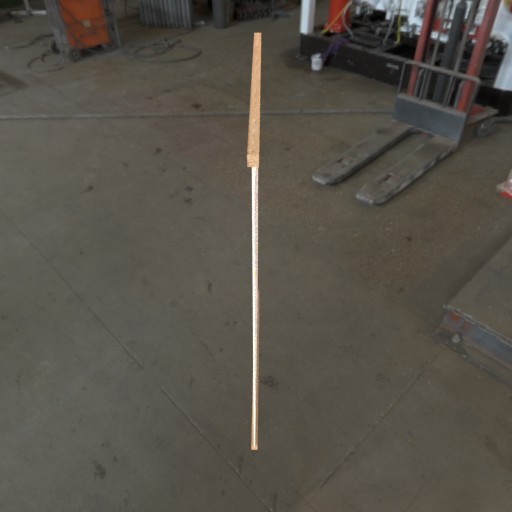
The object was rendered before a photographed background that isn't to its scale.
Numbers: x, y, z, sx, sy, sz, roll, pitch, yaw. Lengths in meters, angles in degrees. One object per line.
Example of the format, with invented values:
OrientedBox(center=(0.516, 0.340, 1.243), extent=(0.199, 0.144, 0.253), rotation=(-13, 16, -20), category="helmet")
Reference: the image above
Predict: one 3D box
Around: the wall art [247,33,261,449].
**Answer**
OrientedBox(center=(0.000, 0.000, 1.934), extent=(0.028, 1.533, 0.999), rotation=(1, 42, 1), category="wall art")
